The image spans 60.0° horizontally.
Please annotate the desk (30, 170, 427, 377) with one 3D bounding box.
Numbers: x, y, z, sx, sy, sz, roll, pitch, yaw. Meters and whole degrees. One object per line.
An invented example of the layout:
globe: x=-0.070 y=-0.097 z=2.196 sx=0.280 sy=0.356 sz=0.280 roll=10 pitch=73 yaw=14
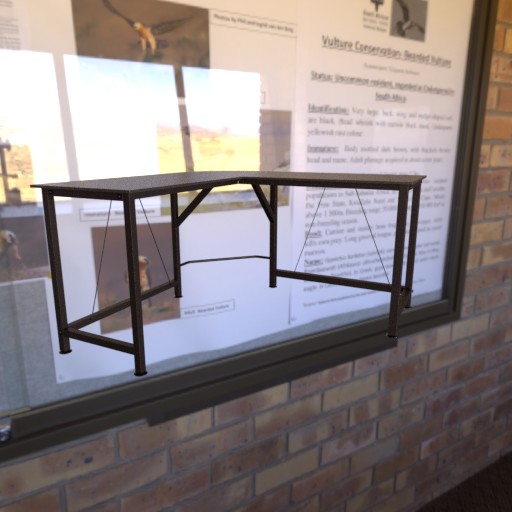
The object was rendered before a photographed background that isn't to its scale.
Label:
desk: x=0.000 y=0.000 z=2.233 sx=1.400 sy=0.762 sz=1.400 roll=7 pitch=15 yaw=26
